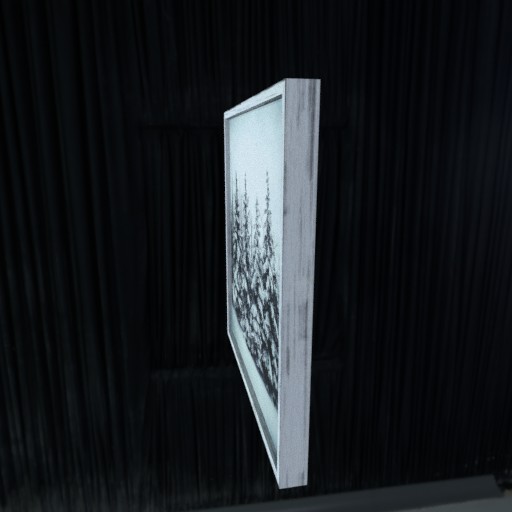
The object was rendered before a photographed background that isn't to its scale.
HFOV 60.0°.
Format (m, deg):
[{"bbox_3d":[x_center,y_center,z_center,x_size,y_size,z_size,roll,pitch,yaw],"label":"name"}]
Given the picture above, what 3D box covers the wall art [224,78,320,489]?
[{"bbox_3d":[0.000,0.000,0.765,0.038,0.506,0.506,-3,14,-11],"label":"wall art"}]
